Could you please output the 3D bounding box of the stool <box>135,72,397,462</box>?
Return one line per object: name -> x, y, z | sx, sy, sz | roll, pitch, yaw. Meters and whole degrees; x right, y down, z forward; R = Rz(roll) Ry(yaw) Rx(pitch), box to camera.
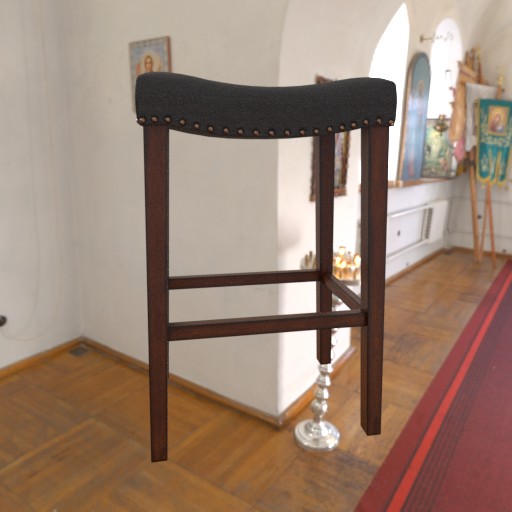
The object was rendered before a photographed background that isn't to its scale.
stool -> 0.000, 0.000, 1.027 | 0.502, 0.760, 0.366 | -3, 15, -10
